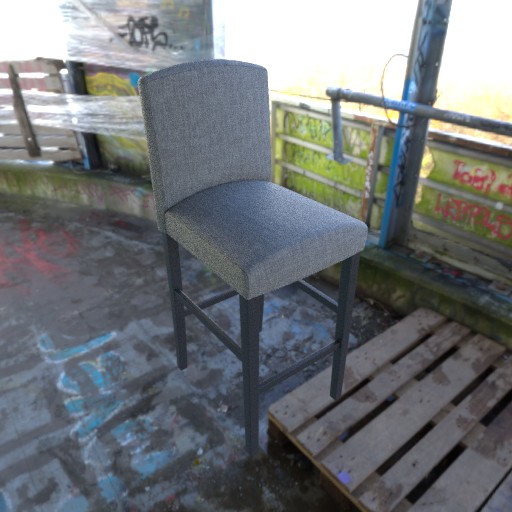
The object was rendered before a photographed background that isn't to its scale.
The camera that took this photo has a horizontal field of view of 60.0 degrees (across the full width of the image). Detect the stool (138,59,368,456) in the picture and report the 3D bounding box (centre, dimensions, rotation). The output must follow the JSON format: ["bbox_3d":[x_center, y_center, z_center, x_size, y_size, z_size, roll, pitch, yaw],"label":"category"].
[{"bbox_3d":[0.000,0.000,1.447,0.451,1.138,0.552,-21,36,-31],"label":"stool"}]
